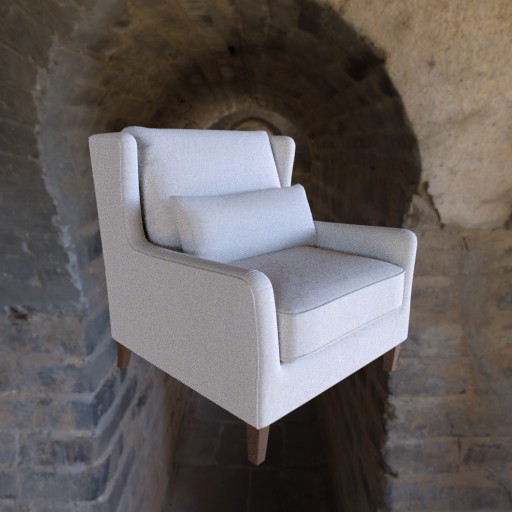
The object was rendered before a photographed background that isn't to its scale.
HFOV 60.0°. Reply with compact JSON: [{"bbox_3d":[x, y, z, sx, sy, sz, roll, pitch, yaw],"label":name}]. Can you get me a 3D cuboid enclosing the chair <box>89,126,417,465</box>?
[{"bbox_3d":[0.000,0.000,1.883,0.982,1.056,1.040,-14,19,-43],"label":"chair"}]
